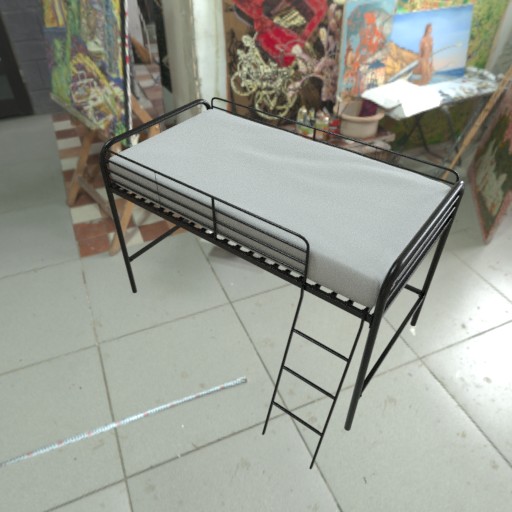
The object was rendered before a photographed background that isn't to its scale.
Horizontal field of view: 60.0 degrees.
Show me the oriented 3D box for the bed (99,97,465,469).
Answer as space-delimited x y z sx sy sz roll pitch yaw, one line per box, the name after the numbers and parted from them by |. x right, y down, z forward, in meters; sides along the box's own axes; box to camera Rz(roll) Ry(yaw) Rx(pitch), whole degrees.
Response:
0.000 0.000 2.931 1.968 1.289 1.393 26 47 27 | bed
